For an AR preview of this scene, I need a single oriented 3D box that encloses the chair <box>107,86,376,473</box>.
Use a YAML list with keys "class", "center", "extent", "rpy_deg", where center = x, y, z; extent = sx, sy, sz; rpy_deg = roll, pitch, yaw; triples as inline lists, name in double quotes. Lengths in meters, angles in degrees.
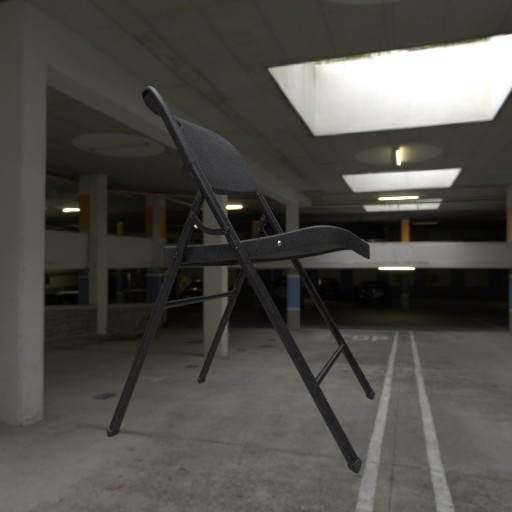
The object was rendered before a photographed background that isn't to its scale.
- class: "chair"
  center: [0.000, 0.000, 1.138]
  extent: [0.566, 0.810, 0.494]
  rpy_deg: [0, -1, 18]
